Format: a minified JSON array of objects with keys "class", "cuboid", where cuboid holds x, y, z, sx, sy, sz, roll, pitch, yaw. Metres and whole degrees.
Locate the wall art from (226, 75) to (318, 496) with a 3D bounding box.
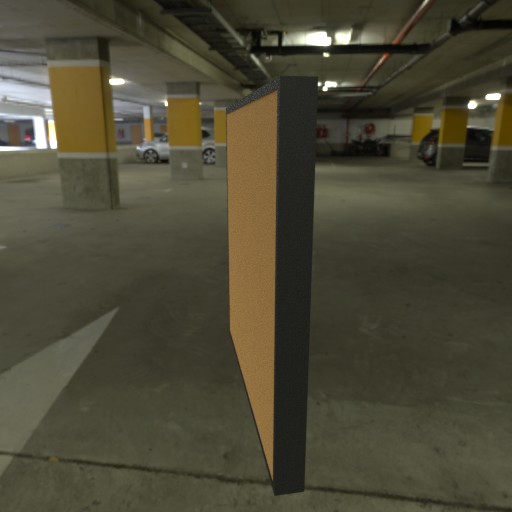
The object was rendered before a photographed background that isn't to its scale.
[{"class":"wall art","cuboid":[0.000,0.000,0.755,0.040,0.509,0.509,-3,15,-10]}]
